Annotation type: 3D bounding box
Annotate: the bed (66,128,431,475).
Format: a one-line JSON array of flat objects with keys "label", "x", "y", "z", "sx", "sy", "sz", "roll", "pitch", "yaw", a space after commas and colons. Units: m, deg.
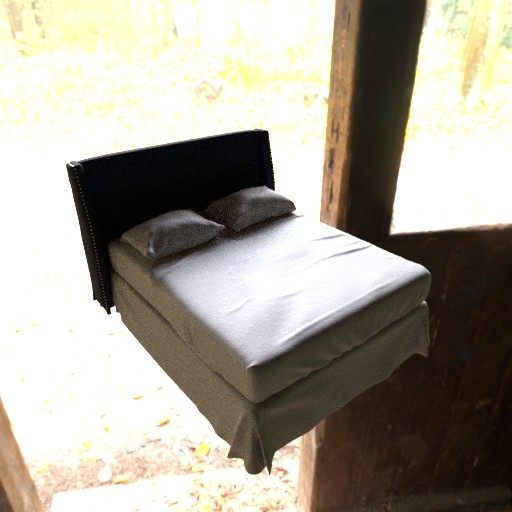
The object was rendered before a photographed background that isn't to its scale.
[{"label": "bed", "x": 0.000, "y": 0.000, "z": 3.396, "sx": 1.925, "sy": 1.332, "sz": 2.276, "roll": -21, "pitch": 35, "yaw": -33}]
